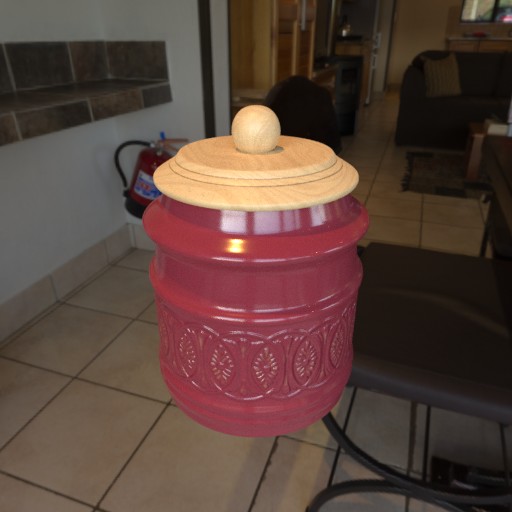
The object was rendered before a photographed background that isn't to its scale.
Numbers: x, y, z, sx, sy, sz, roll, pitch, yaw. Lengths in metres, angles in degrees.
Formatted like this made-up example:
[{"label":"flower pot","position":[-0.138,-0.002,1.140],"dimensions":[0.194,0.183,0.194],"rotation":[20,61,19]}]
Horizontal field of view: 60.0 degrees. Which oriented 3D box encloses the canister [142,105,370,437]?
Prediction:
[{"label":"canister","position":[0.000,0.000,0.272],"dimensions":[0.130,0.176,0.130],"rotation":[0,27,0]}]
